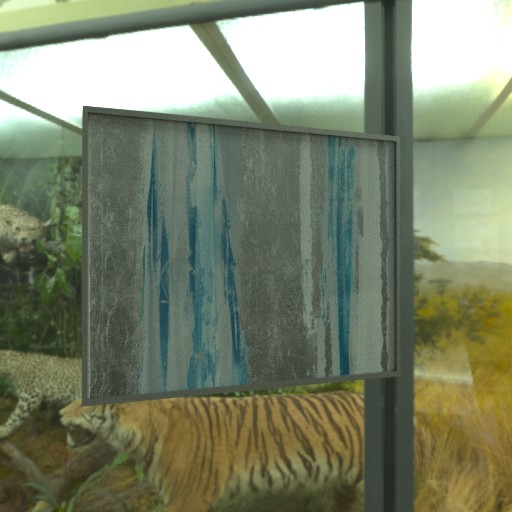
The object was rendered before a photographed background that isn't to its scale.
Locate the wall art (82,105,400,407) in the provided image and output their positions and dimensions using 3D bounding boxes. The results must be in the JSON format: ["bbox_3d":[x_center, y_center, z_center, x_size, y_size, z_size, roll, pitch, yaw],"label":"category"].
[{"bbox_3d":[0.000,0.000,0.765,0.557,0.450,0.037,0,0,-18],"label":"wall art"}]
